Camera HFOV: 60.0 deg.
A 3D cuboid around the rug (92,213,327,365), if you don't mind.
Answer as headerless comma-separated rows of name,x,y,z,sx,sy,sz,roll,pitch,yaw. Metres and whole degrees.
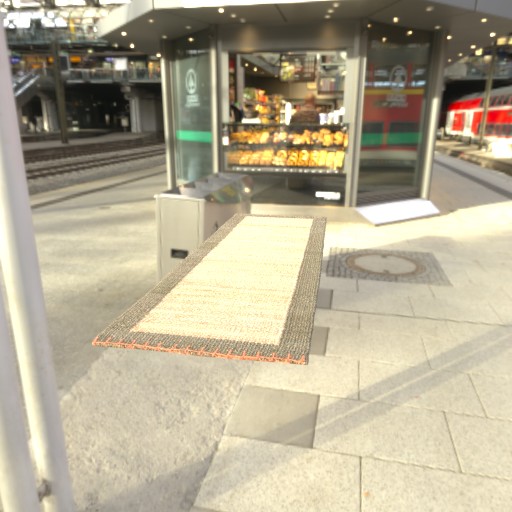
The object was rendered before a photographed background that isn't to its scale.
rug,0.000,0.000,2.703,0.810,0.016,2.413,3,17,10
